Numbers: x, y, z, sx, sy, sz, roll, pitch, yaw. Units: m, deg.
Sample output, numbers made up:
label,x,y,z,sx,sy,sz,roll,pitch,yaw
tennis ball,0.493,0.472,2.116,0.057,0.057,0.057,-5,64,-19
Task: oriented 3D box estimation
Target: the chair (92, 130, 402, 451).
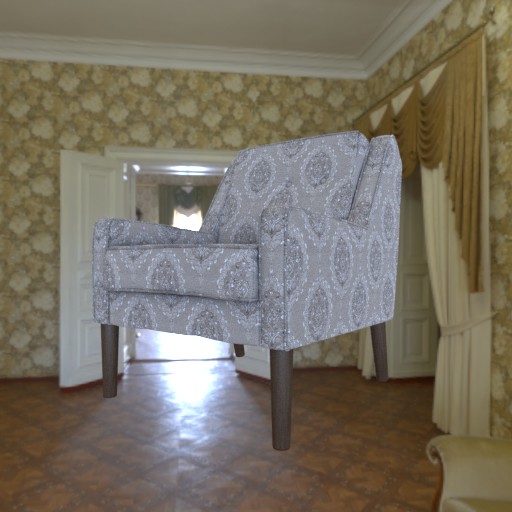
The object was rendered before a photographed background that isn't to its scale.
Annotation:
label,x,y,z,sx,sy,sz,roll,pitch,yaw
chair,0.000,0.000,1.340,0.665,0.797,0.750,0,0,35
